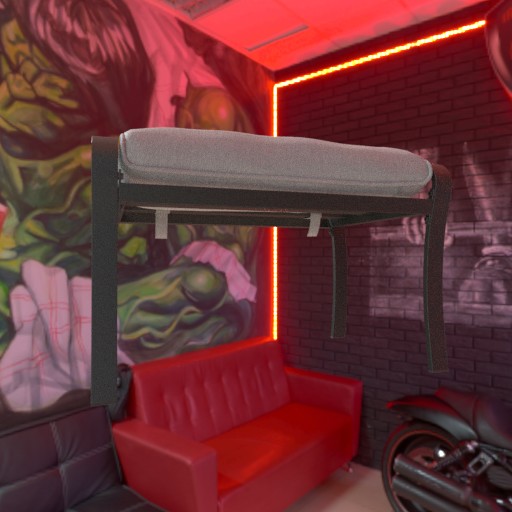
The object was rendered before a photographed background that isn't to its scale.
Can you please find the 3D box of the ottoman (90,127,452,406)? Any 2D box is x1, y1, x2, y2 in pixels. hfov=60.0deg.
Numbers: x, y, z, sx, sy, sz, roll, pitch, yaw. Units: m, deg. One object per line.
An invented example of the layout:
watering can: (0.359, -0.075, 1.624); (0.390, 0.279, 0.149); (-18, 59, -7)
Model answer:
ottoman: (0.000, 0.000, 0.892); (0.610, 0.422, 0.406); (0, -1, -18)
